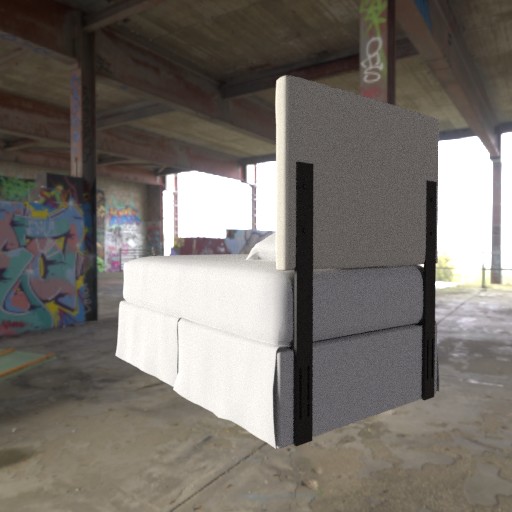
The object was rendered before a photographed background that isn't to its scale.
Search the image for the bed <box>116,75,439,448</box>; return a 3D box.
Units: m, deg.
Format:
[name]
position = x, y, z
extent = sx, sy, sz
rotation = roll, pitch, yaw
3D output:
[bed]
position = 0.000, 0.000, 2.965
extent = 1.261, 1.571, 1.997
rotation = -1, 2, -36
